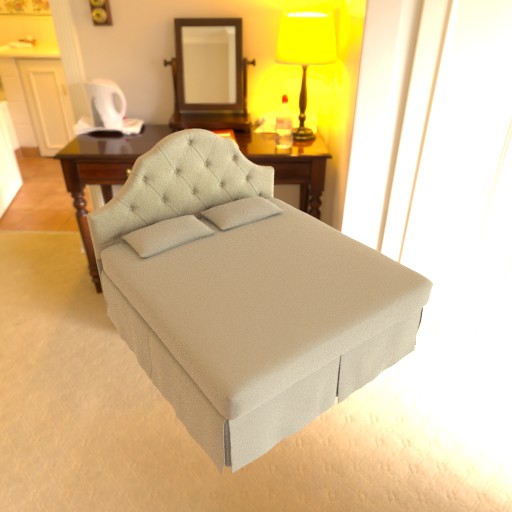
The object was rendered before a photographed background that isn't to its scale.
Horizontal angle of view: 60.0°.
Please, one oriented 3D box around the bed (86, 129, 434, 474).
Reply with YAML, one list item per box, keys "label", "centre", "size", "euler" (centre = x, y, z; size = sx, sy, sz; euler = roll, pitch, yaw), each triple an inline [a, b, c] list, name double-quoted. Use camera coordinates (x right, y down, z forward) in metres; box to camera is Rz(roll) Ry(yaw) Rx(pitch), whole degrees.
- label: "bed"
  centre: [0.000, 0.000, 3.536]
  size: [2.012, 1.555, 2.086]
  euler: [-21, 37, -31]
